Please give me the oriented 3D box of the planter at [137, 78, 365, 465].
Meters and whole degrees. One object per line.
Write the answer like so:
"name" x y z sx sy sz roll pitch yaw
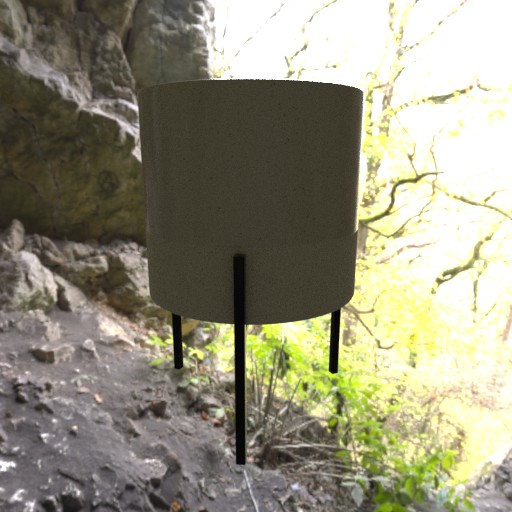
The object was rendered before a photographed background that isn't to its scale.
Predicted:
"planter" 0.000 0.000 0.333 0.159 0.230 0.152 -7 15 -25
